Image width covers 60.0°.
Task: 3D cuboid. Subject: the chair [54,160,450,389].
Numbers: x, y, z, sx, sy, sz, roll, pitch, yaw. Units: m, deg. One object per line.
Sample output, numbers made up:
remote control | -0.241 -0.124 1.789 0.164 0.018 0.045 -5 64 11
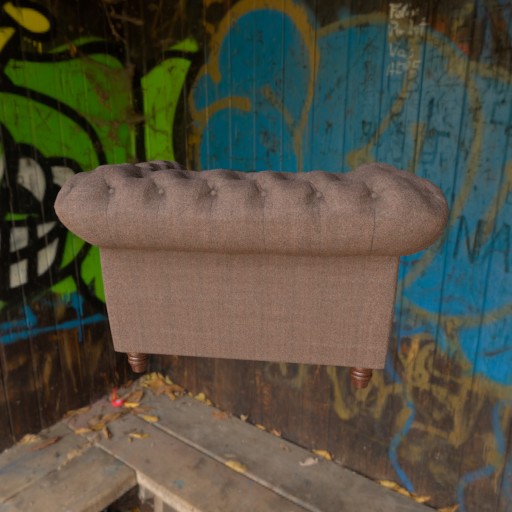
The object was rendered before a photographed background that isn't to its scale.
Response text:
chair | 0.000 0.000 1.843 1.298 0.780 0.945 2 15 8
